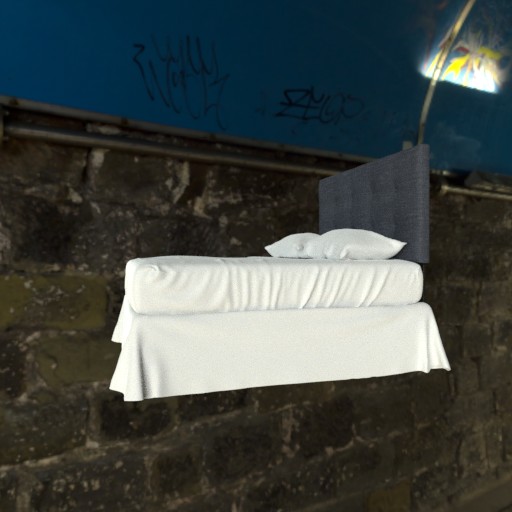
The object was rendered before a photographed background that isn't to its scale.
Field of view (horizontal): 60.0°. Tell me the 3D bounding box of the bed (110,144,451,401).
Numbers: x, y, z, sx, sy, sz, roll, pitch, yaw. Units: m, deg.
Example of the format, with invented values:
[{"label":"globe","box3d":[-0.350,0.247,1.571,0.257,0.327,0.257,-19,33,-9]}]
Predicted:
[{"label":"bed","box3d":[0.000,0.000,3.557,2.222,1.577,1.936,0,0,-18]}]
